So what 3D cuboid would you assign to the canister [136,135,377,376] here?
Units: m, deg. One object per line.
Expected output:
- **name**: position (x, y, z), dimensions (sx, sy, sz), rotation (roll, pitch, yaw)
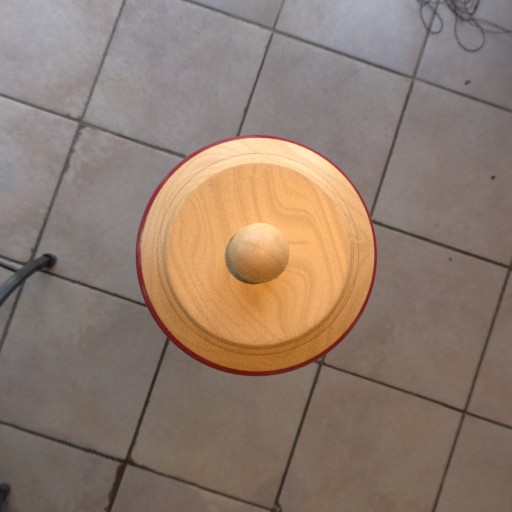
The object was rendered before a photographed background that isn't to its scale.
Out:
- **canister**: position (0.000, 0.000, 0.267), dimensions (0.130, 0.176, 0.130), rotation (0, 89, -1)
